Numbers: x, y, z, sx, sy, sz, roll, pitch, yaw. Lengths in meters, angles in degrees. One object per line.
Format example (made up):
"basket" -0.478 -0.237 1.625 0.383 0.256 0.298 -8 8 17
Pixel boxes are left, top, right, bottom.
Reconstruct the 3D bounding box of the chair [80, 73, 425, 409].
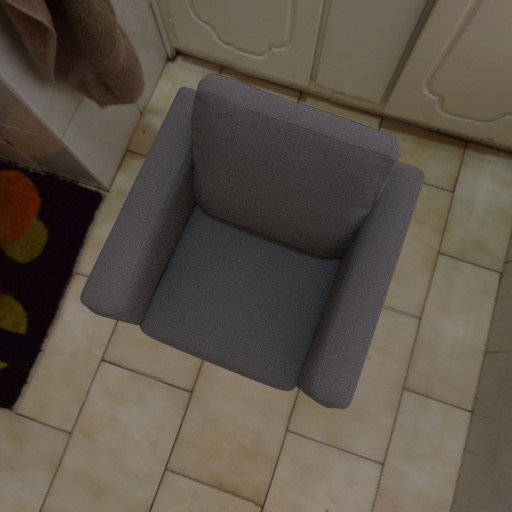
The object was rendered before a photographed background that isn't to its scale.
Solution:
"chair" 0.000 0.000 1.562 0.854 0.927 0.800 21 78 5
